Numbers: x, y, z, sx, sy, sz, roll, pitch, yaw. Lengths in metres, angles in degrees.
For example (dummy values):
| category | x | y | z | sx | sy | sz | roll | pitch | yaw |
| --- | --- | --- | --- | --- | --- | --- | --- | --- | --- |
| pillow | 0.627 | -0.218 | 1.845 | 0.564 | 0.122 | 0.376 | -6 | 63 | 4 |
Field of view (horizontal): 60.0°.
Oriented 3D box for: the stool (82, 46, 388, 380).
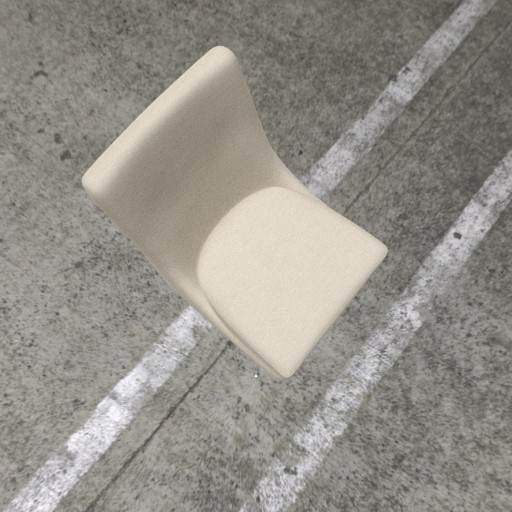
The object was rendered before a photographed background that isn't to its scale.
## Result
| category | x | y | z | sx | sy | sz | roll | pitch | yaw |
| --- | --- | --- | --- | --- | --- | --- | --- | --- | --- |
| stool | 0.000 | 0.000 | 1.298 | 0.577 | 0.981 | 0.470 | 39 | 78 | 10 |
